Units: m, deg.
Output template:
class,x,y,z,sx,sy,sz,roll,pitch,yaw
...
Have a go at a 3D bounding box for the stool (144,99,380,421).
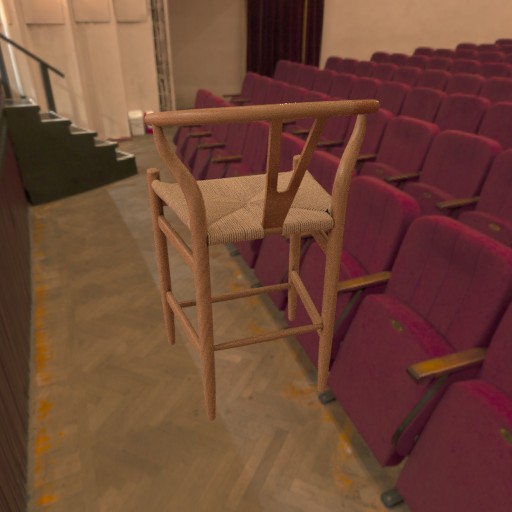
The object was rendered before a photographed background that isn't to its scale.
class,x,y,z,sx,sy,sz,roll,pitch,yaw
stool,0.000,0.000,1.277,0.536,0.923,0.575,-9,29,-16
